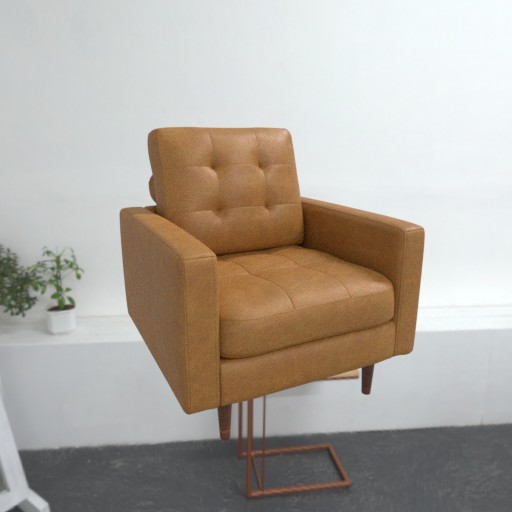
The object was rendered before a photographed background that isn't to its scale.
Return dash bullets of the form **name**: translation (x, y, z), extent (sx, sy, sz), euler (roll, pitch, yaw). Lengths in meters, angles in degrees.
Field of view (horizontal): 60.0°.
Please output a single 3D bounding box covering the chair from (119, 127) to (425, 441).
- **chair**: translation (0.000, 0.000, 1.593), extent (0.831, 0.896, 0.868), euler (-8, 17, -26)
